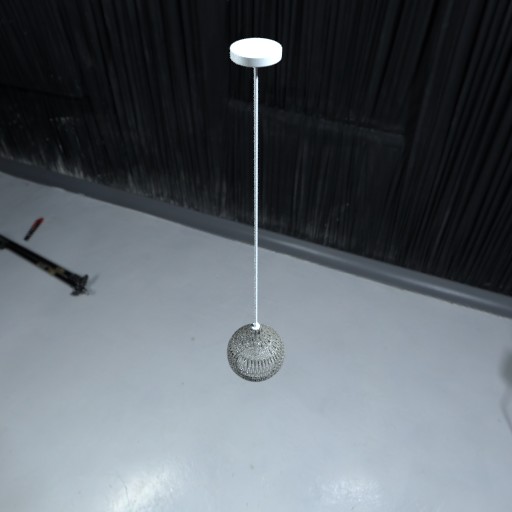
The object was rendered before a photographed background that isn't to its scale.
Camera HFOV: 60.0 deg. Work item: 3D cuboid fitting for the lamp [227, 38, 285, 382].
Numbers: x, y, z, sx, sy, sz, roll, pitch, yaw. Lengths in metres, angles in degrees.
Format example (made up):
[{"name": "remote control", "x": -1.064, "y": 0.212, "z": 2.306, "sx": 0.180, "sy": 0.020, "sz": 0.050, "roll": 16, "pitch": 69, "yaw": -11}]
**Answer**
[{"name": "lamp", "x": 0.000, "y": 0.000, "z": 2.115, "sx": 0.355, "sy": 1.919, "sz": 0.355, "roll": 17, "pitch": 48, "yaw": 16}]
